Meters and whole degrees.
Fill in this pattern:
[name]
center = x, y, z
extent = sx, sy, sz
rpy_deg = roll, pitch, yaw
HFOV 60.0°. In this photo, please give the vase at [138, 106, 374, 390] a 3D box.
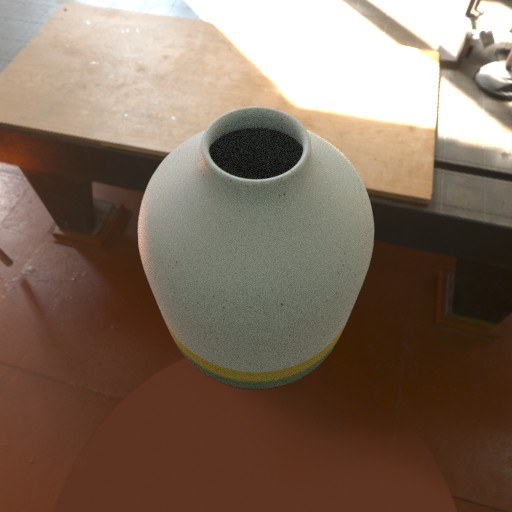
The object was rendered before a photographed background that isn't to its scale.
[vase]
center = 0.000, 0.000, 0.354
extent = 0.169, 0.240, 0.169
rpy_deg = 0, 57, 0
